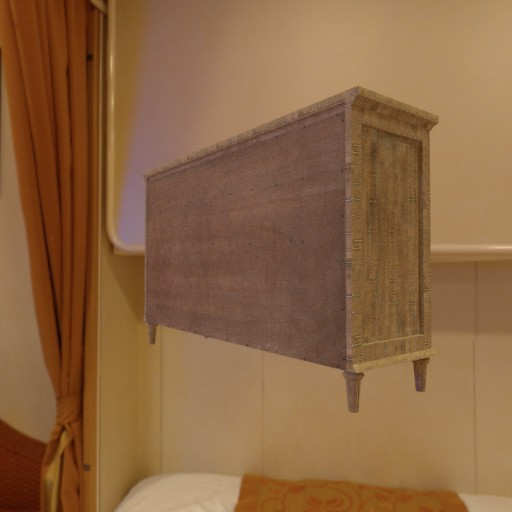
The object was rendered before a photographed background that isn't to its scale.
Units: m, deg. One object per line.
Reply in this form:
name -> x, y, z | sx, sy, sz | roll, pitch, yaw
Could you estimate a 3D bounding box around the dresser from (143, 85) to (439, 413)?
dresser -> 0.000, 0.000, 2.136 | 0.457, 1.016, 1.626 | 1, -2, -37
